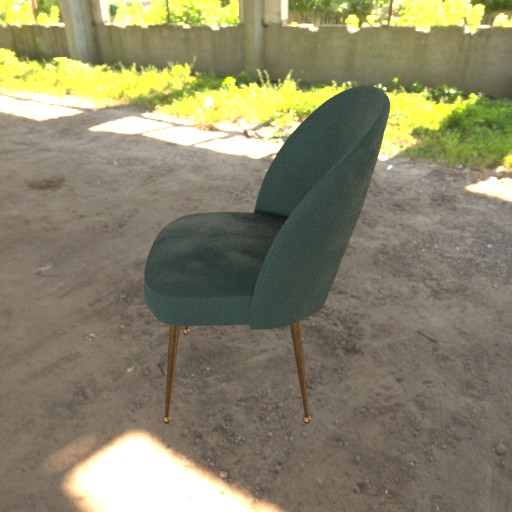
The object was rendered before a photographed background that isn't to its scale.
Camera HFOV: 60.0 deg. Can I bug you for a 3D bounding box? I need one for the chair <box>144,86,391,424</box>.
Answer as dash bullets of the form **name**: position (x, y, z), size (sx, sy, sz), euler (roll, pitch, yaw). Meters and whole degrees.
- **chair**: position (0.000, 0.000, 1.212), size (0.577, 0.860, 0.527), euler (0, 29, 0)
